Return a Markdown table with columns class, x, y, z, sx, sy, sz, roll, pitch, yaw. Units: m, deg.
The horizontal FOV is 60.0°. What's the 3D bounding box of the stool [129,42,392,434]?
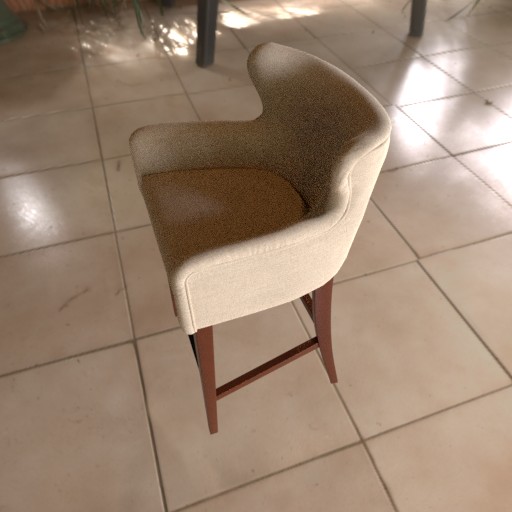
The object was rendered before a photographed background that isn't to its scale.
| class | x | y | z | sx | sy | sz | roll | pitch | yaw |
| --- | --- | --- | --- | --- | --- | --- | --- | --- | --- |
| stool | 0.000 | 0.000 | 1.340 | 0.563 | 1.034 | 0.556 | -15 | 49 | -14 |
